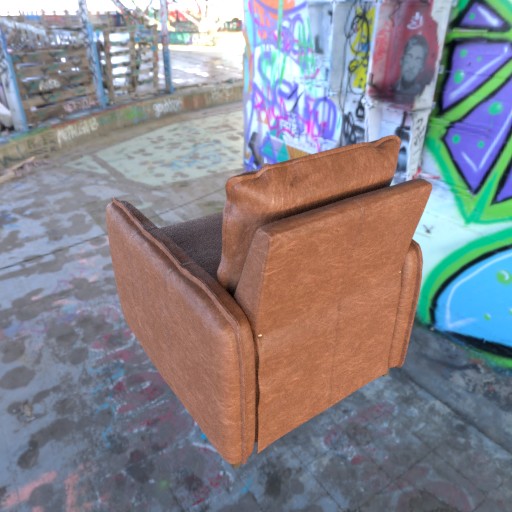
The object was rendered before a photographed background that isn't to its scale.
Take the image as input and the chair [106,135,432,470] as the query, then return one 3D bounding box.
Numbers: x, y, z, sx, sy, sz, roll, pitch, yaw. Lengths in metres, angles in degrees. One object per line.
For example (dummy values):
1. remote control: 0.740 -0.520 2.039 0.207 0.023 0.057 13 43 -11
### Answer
1. chair: 0.000 0.000 1.588 0.830 0.922 0.922 -19 35 -30
